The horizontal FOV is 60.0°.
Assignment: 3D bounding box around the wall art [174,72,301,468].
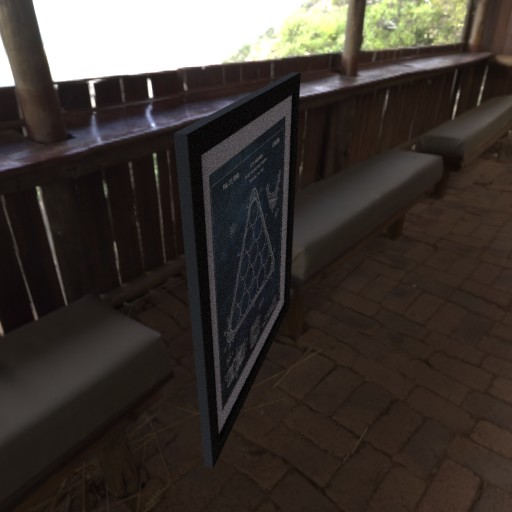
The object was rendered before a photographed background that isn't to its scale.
[{"bbox_3d":[0.000,0.000,0.518,0.010,0.361,0.311,10,32,17],"label":"wall art"}]
